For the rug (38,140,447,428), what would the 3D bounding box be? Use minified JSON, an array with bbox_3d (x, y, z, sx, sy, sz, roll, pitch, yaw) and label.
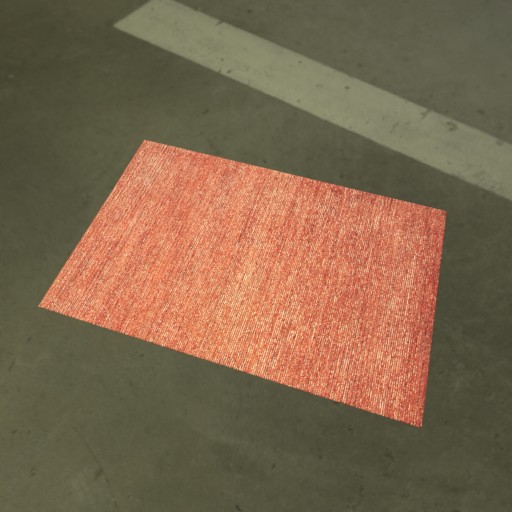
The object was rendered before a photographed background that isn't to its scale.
[{"bbox_3d":[0.000,0.000,2.189,1.747,0.011,1.139,15,59,9],"label":"rug"}]
